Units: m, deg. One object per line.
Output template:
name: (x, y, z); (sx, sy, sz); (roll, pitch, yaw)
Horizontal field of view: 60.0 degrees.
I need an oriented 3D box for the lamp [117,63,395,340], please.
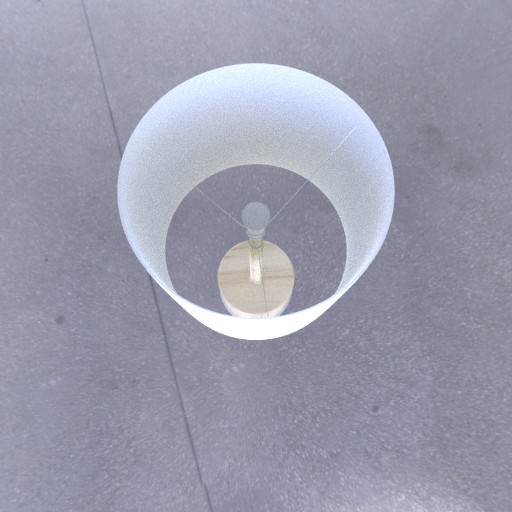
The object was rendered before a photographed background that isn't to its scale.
lamp: (0.000, 0.000, 0.589); (0.229, 0.470, 0.229); (-5, 75, -1)
